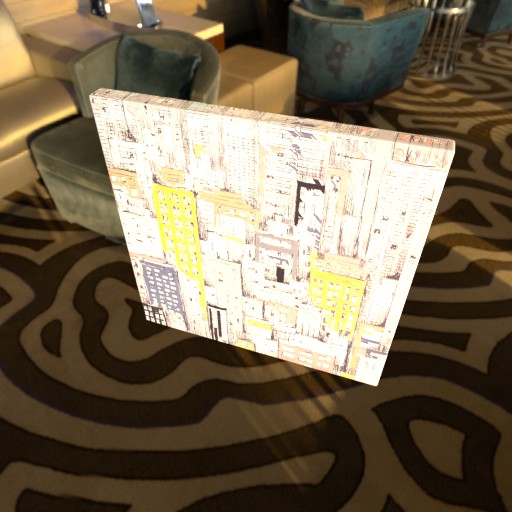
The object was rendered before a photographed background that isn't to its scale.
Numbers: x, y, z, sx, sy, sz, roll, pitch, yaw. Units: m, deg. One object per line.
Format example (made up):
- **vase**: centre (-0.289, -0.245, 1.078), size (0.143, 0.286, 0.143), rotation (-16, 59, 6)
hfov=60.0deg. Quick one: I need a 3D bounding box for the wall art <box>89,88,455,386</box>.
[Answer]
- **wall art**: centre (0.000, 0.000, 0.914), size (0.607, 0.608, 0.038), rotation (13, 44, 14)
